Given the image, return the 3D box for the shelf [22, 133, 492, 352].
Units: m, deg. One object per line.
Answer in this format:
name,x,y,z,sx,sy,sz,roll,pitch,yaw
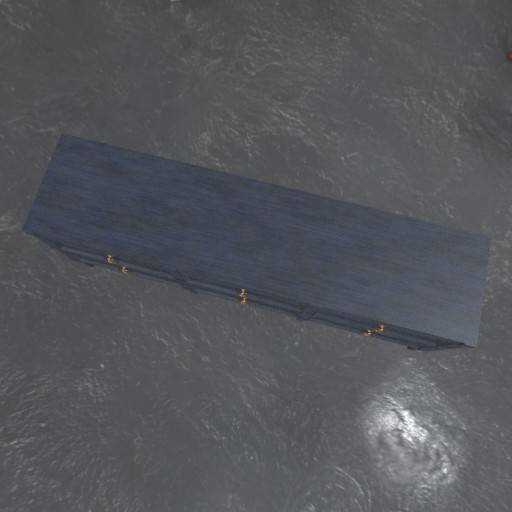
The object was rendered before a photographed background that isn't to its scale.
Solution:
shelf,0.000,0.000,2.170,1.878,0.715,0.471,14,76,4
